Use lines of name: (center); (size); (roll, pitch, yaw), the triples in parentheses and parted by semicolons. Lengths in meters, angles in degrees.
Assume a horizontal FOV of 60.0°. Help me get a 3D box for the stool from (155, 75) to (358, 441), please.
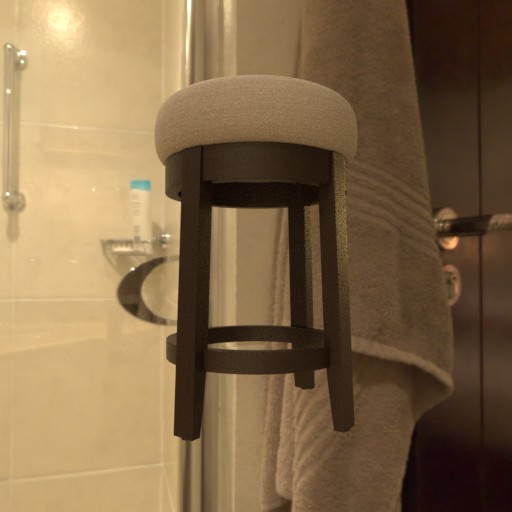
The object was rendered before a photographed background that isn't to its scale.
stool: (0.000, 0.000, 0.982); (0.443, 0.672, 0.443); (0, -2, 0)
